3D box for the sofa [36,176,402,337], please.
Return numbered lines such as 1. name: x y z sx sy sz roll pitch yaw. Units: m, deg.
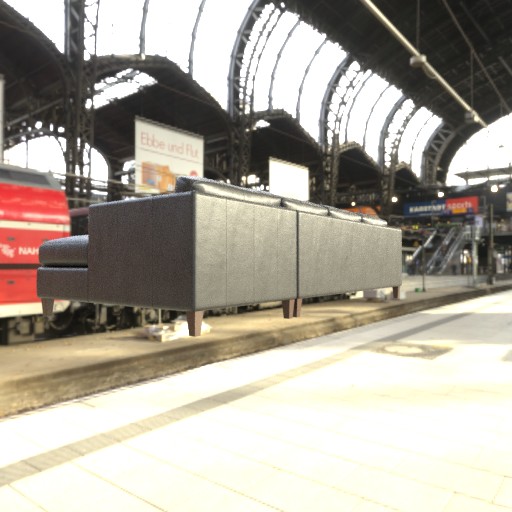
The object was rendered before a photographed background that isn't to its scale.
1. sofa: 0.000 0.000 3.983 1.581 0.883 3.203 -1 -1 36
